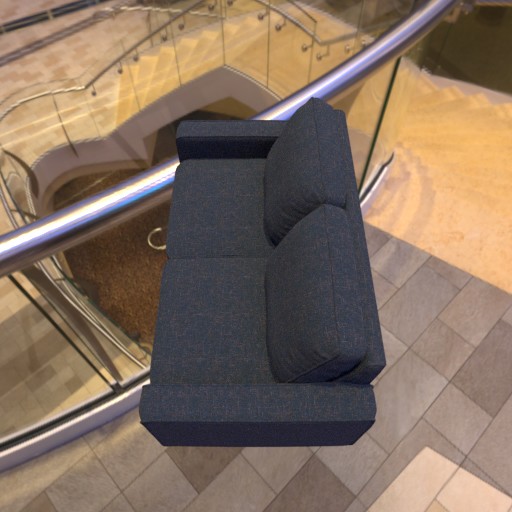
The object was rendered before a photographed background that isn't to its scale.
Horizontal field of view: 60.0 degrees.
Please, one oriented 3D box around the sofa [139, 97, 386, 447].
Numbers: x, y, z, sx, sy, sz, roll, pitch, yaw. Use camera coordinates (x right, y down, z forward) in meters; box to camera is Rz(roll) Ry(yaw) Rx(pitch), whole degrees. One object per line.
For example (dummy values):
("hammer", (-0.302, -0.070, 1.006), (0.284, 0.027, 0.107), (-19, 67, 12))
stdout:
("sofa", (0.000, 0.000, 2.263), (0.947, 0.918, 1.709), (0, 57, 0))
